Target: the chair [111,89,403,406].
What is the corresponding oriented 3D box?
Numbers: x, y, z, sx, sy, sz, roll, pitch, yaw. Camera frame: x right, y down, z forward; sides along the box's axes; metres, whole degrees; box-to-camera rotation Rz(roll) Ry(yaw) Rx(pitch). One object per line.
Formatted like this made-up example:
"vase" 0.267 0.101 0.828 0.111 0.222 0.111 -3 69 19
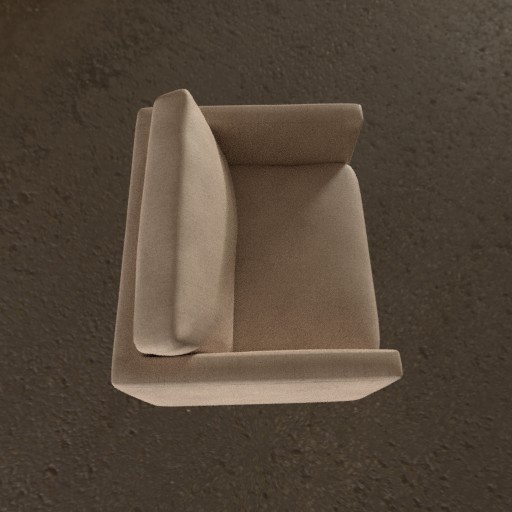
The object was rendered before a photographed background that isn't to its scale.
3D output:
"chair" 0.000 0.000 1.848 0.959 0.961 1.133 -1 67 -1
